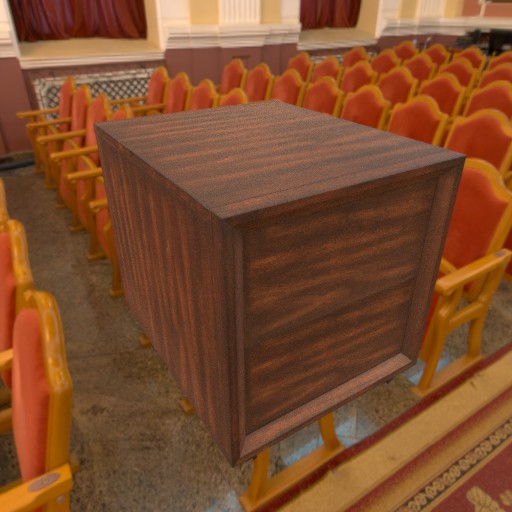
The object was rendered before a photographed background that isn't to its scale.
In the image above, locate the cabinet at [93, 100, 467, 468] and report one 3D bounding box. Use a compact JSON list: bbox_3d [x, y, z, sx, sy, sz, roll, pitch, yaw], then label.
[{"bbox_3d":[0.000,0.000,0.841,0.402,0.455,0.500,-18,34,-28],"label":"cabinet"}]
